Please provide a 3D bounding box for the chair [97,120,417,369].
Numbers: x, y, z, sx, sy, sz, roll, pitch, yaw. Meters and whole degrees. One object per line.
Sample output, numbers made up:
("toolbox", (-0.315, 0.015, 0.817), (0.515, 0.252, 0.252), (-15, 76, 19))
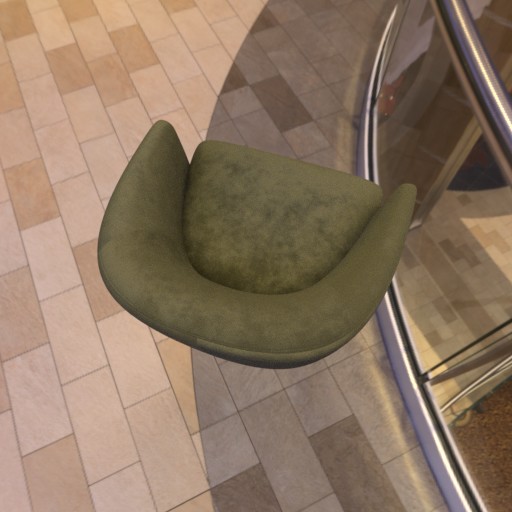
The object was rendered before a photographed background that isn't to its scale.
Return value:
("chair", (0.000, 0.000, 1.352), (0.773, 0.698, 0.767), (16, 64, 8))
